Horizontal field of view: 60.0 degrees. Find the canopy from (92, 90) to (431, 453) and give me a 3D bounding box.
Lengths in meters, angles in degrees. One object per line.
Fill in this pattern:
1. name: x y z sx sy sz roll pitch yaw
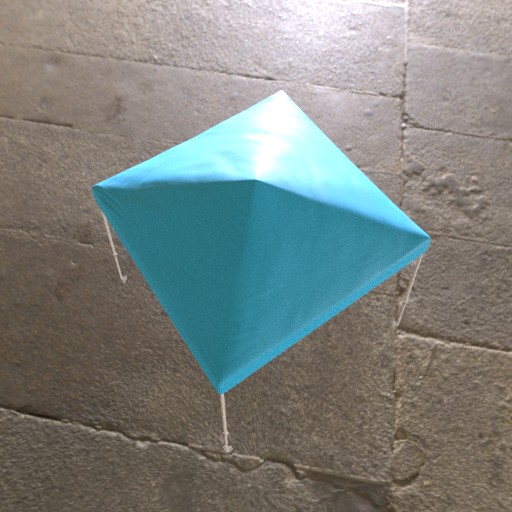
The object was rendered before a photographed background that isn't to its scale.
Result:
1. canopy: 0.000 0.000 5.054 2.848 2.849 2.849 -32 67 -15
